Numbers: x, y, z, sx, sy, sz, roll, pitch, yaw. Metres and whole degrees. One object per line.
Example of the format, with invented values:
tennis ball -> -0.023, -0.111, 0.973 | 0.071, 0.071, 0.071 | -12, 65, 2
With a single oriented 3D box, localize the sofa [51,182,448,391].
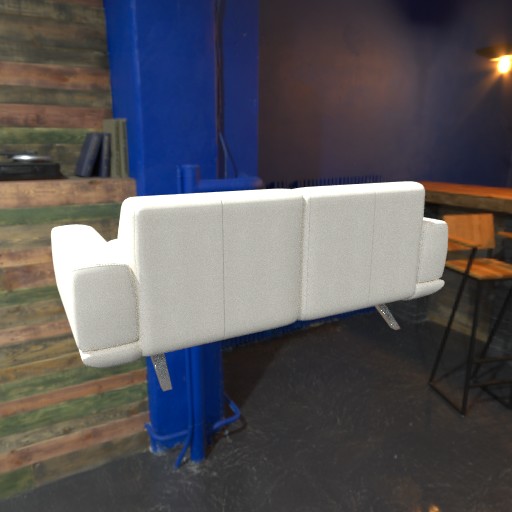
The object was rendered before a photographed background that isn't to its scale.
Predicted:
sofa -> 0.000, 0.000, 2.332 | 1.901, 0.772, 0.900 | -8, 16, -27
